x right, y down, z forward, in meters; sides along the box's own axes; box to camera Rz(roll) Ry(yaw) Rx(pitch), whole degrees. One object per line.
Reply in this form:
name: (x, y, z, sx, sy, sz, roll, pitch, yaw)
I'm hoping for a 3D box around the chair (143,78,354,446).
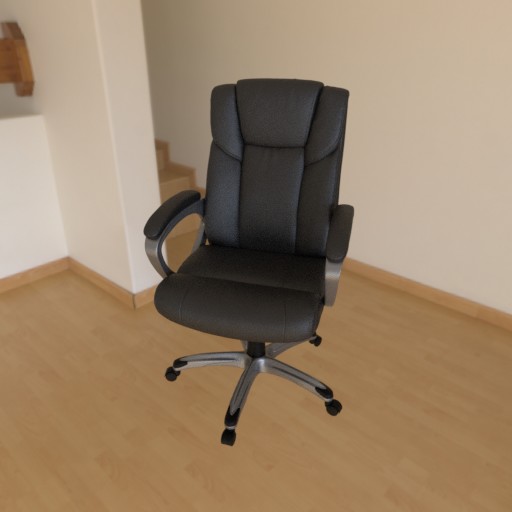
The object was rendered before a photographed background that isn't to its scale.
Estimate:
chair: (0.000, 0.000, 1.573, 0.721, 1.130, 0.719, 8, 27, 16)
